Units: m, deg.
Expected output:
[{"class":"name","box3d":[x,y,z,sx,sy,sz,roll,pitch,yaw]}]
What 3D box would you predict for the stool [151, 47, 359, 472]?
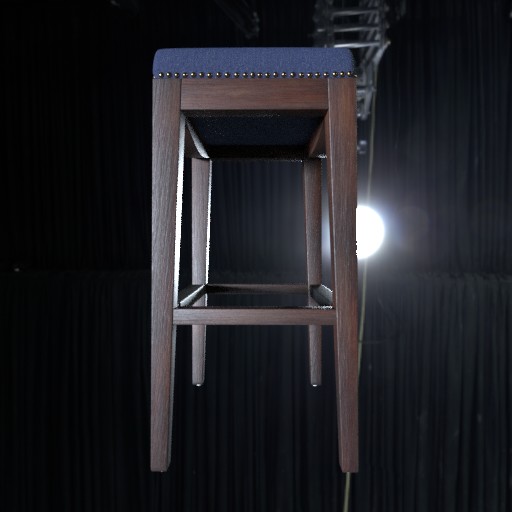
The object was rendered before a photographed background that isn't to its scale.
[{"class":"stool","box3d":[0.000,0.000,1.000,0.358,0.740,0.498,0,2,1]}]
